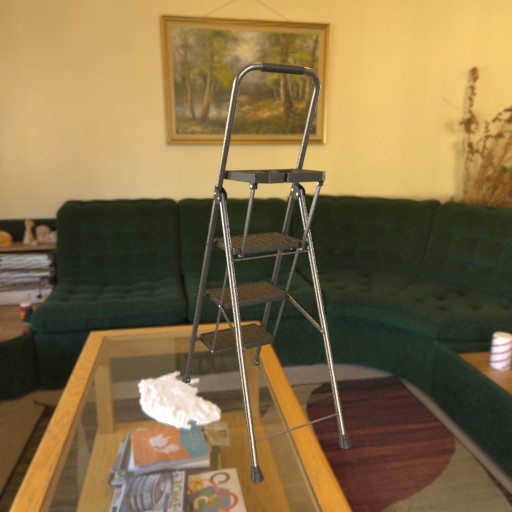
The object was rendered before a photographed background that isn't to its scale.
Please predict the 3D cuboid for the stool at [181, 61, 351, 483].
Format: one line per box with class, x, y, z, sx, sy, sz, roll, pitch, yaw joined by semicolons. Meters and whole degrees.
stool;0.000;0.000;1.644;0.396;1.277;0.733;-7;16;-27
